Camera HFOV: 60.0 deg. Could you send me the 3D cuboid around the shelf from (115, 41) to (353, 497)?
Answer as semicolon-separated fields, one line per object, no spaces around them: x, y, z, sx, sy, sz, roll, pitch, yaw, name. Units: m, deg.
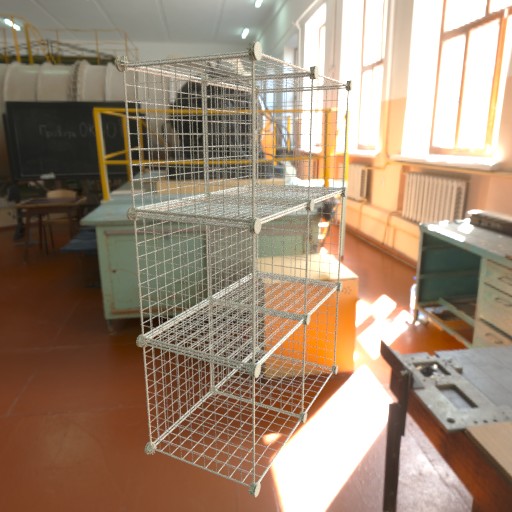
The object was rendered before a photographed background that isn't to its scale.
0.000;0.000;1.366;0.356;1.067;0.711;8;17;26;shelf
